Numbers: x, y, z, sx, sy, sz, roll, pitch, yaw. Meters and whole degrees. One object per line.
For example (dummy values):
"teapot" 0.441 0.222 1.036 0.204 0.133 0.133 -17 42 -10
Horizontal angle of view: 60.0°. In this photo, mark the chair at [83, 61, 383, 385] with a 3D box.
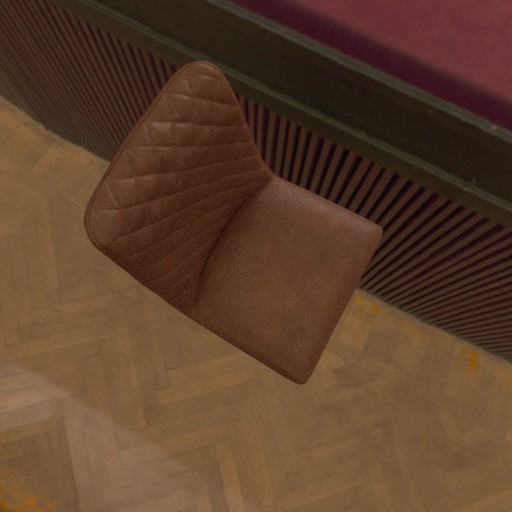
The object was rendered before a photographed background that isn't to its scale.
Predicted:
"chair" 0.000 0.000 1.268 0.587 0.889 0.508 29 78 7
